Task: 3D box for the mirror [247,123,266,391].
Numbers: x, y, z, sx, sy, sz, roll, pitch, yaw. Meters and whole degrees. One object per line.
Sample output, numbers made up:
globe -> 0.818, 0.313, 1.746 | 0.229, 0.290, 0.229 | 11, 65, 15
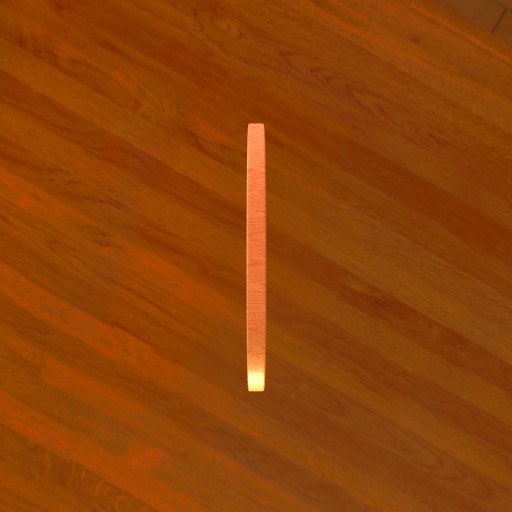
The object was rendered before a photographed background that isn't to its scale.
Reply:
mirror -> 0.000, 0.000, 1.380 | 0.037, 1.075, 0.724 | 0, 91, 0
